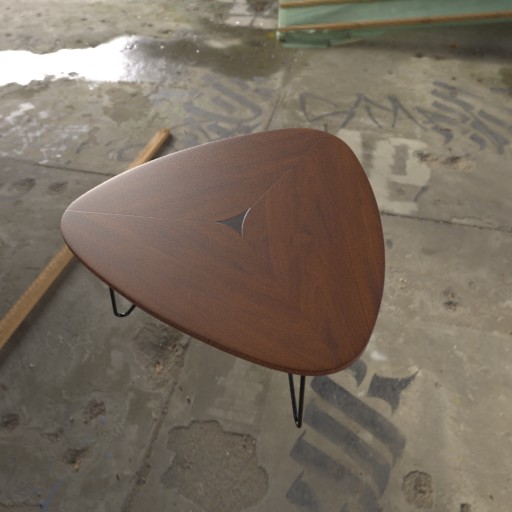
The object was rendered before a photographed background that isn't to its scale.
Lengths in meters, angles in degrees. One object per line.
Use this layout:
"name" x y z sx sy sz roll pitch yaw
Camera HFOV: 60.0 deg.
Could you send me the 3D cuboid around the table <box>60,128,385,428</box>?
"table" 0.000 0.000 1.325 0.833 0.413 0.821 25 53 21
